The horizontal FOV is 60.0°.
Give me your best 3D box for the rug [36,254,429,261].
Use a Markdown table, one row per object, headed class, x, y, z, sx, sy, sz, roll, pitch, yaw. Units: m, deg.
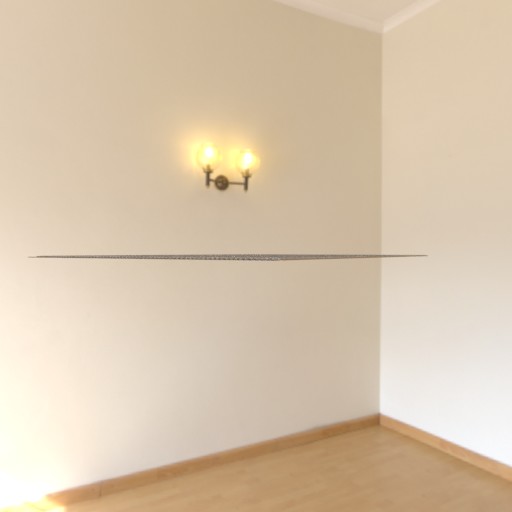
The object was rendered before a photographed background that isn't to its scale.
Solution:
| class | x | y | z | sx | sy | sz | roll | pitch | yaw |
| --- | --- | --- | --- | --- | --- | --- | --- | --- | --- |
| rug | 0.000 | 0.000 | 3.946 | 2.256 | 0.013 | 2.910 | 0 | 1 | 35 |
